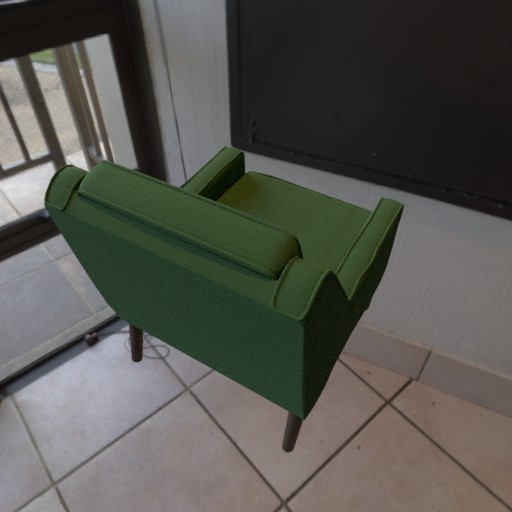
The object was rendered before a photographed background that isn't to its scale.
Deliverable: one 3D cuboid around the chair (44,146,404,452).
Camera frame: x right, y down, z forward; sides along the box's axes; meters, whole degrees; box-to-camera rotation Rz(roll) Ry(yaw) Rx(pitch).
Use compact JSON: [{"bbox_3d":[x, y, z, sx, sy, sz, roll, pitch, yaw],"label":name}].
[{"bbox_3d":[0.000,0.000,1.302,0.663,0.792,0.743,23,49,21],"label":"chair"}]
